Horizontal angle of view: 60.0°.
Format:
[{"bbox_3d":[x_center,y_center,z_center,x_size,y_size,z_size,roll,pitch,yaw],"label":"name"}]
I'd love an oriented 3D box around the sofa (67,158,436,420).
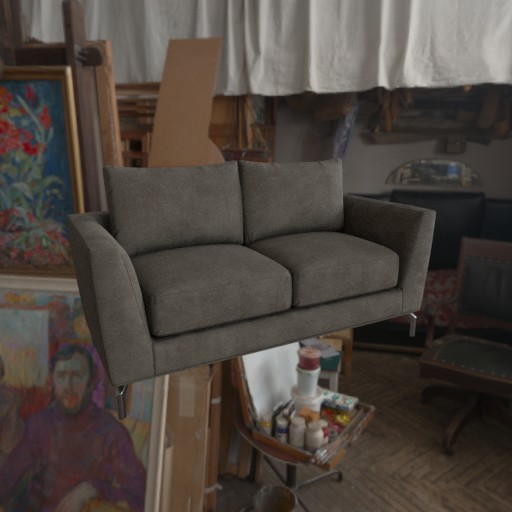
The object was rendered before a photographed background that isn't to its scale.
[{"bbox_3d":[0.000,0.000,2.448,1.832,1.013,0.855,-8,17,-27],"label":"sofa"}]
